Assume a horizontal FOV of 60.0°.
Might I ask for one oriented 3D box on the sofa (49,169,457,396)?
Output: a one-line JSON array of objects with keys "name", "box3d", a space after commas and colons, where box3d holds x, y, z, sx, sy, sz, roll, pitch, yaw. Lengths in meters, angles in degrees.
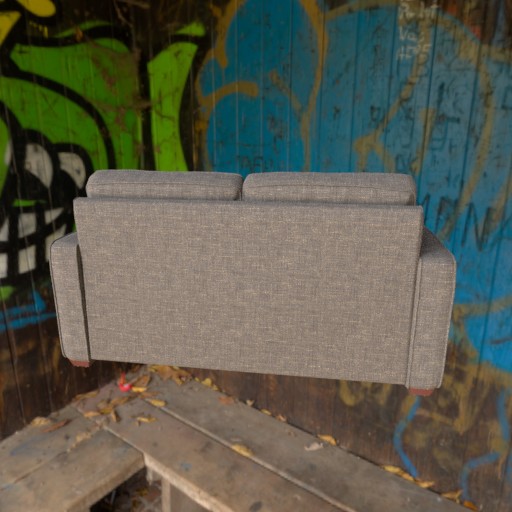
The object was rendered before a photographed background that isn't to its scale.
[{"name": "sofa", "box3d": [0.000, 0.000, 2.266, 1.709, 0.918, 0.947, 2, 17, 8]}]
